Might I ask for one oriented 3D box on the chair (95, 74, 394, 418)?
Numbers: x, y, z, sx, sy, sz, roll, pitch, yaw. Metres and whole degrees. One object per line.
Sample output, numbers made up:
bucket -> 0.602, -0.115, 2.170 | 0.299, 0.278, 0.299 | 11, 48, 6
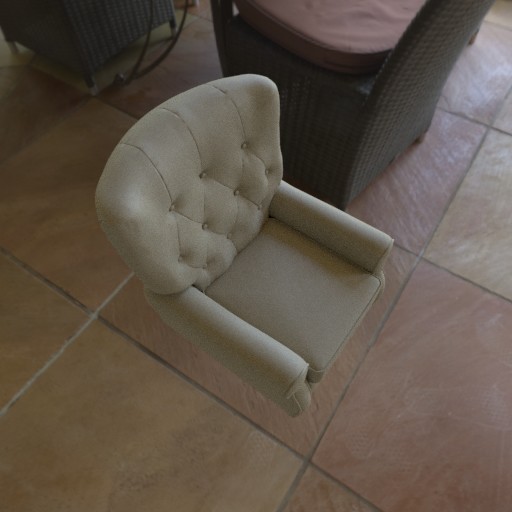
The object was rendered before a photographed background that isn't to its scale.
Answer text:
chair -> 0.000, 0.000, 1.973 | 1.059, 1.158, 0.943 | 32, 63, 19
